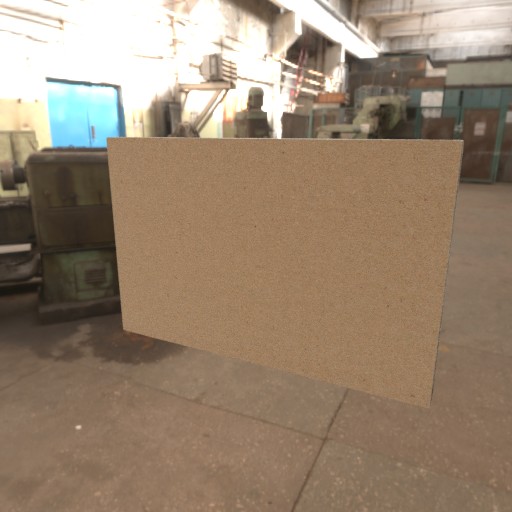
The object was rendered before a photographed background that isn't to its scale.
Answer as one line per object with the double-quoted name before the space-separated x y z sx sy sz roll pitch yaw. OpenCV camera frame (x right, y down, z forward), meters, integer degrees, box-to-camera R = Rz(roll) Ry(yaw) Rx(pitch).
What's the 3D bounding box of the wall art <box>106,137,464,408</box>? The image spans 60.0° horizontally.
"wall art" 0.000 0.000 0.777 0.618 0.398 0.042 8 18 26
